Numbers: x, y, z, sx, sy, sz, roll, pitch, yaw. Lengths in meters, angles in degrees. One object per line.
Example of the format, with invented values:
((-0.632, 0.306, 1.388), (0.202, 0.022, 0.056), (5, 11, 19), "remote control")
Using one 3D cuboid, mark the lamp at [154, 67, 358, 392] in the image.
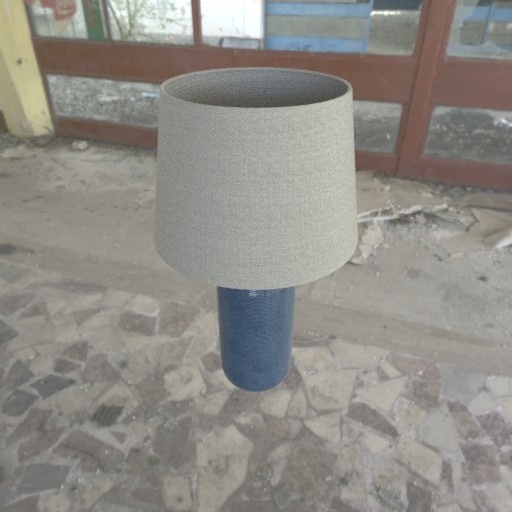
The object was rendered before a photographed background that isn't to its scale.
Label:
((0.000, 0.000, 0.580), (0.253, 0.428, 0.253), (0, 32, 0), "lamp")
